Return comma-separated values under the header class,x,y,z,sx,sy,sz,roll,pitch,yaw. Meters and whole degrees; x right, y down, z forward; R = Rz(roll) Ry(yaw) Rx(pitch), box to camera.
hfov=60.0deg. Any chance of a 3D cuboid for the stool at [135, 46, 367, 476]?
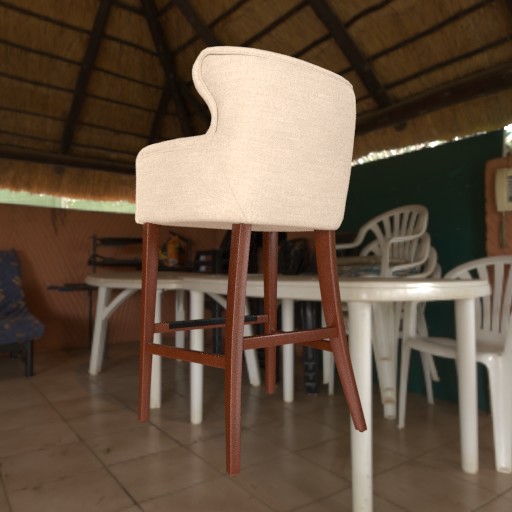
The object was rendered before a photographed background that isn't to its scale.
class,x,y,z,sx,sy,sz,roll,pitch,yaw
stool,0.000,0.000,1.351,0.556,1.034,0.563,1,-2,-37
